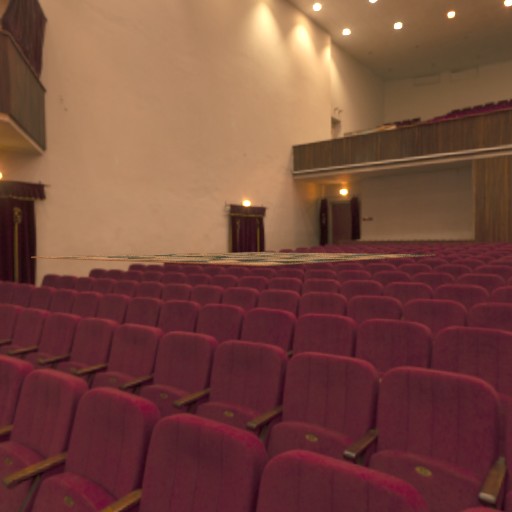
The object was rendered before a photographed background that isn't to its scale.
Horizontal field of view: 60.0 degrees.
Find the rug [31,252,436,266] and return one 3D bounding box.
[{"bbox_3d":[0.000,0.000,4.178,2.440,0.008,3.036,1,2,38],"label":"rug"}]
